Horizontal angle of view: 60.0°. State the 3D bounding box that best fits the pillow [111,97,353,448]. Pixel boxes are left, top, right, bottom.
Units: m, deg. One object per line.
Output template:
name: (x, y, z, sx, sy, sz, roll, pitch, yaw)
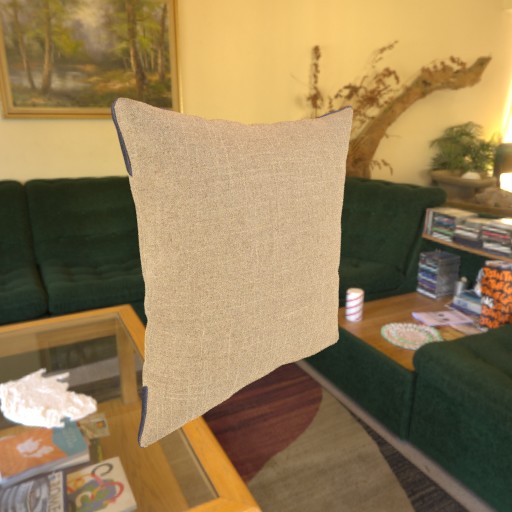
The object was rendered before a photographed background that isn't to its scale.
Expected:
pillow: (0.000, 0.000, 0.673, 0.147, 0.441, 0.440, 16, 23, 42)
